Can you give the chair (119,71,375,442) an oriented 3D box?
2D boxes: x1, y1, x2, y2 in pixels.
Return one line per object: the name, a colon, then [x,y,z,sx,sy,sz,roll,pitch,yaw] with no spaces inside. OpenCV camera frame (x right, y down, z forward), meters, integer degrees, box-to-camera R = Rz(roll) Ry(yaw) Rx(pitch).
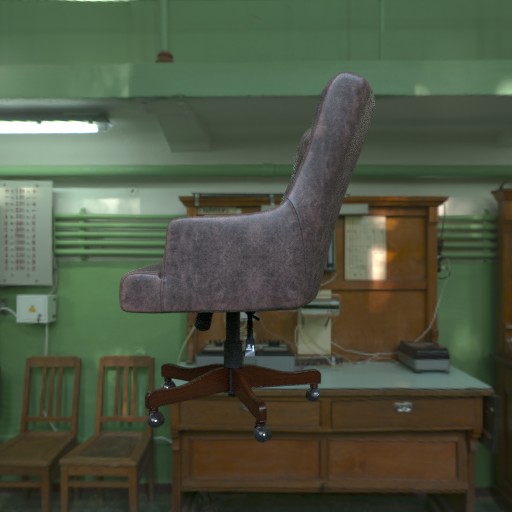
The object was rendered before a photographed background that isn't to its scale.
chair: [0.000,0.000,1.511,0.762,1.035,0.641,0,1,-1]
